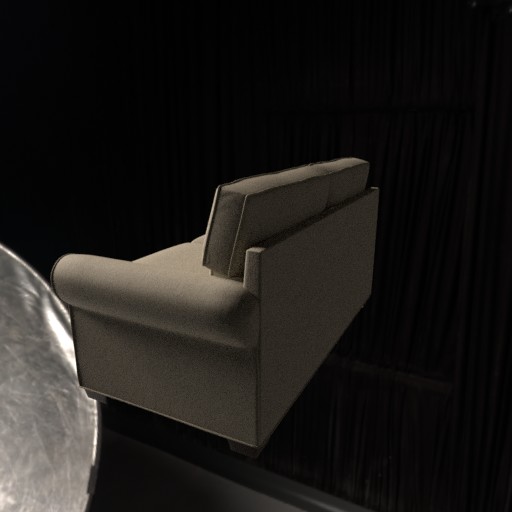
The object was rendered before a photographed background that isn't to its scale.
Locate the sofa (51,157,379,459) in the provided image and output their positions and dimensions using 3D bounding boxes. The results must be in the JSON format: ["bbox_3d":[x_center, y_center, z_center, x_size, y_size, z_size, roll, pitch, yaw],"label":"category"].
[{"bbox_3d":[0.000,0.000,2.246,0.861,0.933,1.774,8,18,26],"label":"sofa"}]
